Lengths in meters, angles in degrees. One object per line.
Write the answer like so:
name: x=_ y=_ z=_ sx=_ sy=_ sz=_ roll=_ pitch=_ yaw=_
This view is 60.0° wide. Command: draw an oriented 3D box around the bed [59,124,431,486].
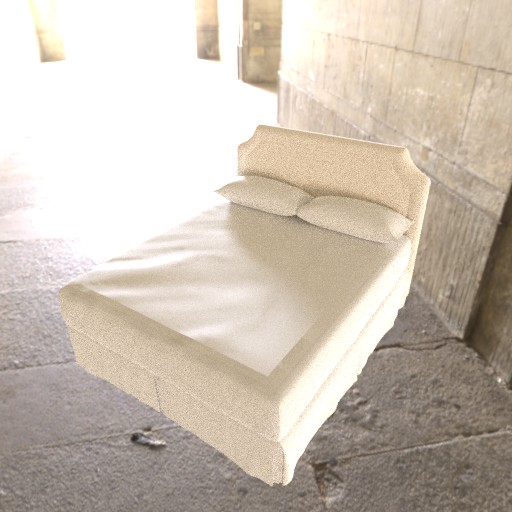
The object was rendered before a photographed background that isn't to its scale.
bed: x=0.000 y=0.000 z=3.770 sx=2.134 sy=1.524 sz=2.548 roll=19 pitch=35 yaw=29
